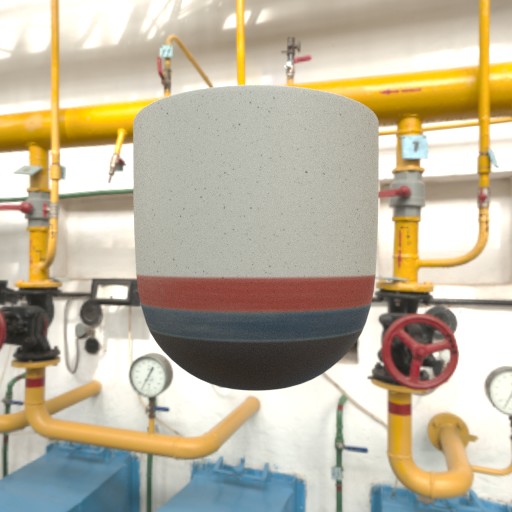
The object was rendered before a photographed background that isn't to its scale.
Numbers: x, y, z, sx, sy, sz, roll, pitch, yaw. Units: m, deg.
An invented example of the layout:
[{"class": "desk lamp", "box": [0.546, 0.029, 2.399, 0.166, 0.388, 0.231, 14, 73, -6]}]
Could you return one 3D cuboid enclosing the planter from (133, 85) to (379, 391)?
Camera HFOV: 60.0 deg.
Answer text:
[{"class": "planter", "box": [0.000, 0.000, 0.380, 0.204, 0.214, 0.204, 0, -1, 0]}]
